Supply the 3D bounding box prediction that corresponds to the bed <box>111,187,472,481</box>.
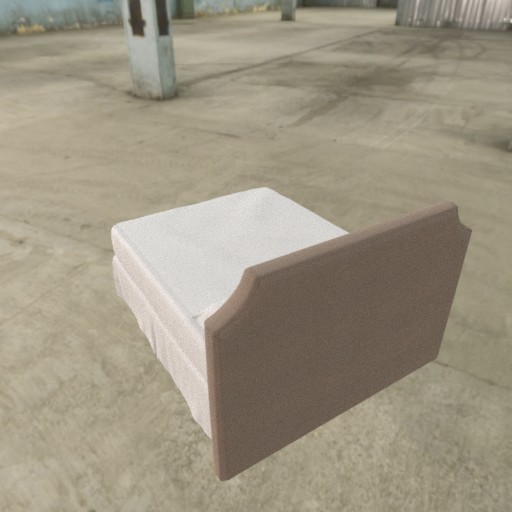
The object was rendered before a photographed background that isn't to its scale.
[{"bbox_3d":[0.000,0.000,3.297,1.828,1.303,2.164,-18,35,-28],"label":"bed"}]
